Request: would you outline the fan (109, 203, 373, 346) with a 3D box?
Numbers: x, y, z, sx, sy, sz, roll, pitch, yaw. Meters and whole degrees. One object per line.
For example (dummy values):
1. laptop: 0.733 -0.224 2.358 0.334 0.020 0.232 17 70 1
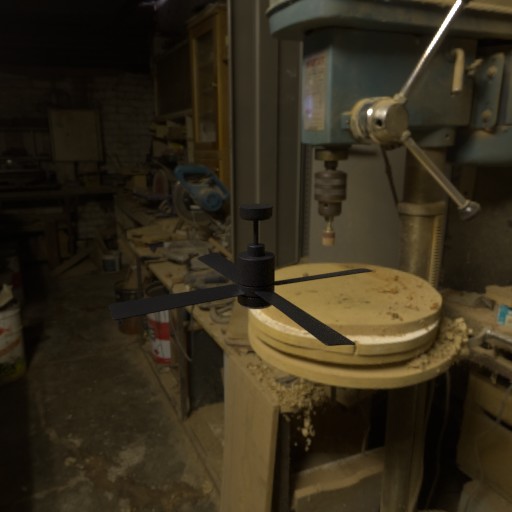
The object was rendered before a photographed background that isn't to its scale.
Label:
1. fan: 0.000 0.000 2.357 1.525 0.534 1.525 -7 17 -25
